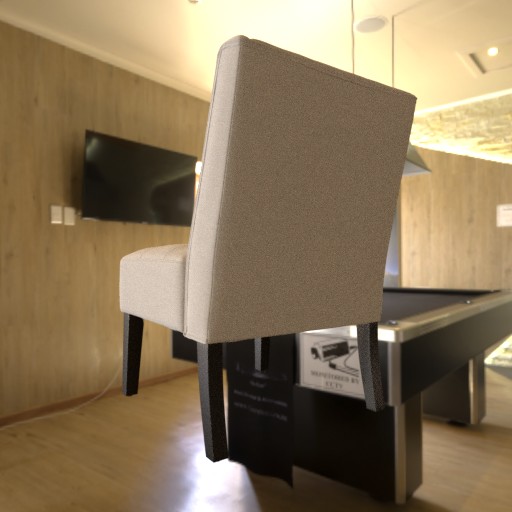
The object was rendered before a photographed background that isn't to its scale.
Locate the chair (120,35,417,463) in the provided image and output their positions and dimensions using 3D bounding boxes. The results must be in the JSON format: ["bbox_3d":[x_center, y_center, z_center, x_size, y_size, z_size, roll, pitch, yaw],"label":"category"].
[{"bbox_3d":[0.000,0.000,1.248,0.569,0.853,0.676,0,0,-36],"label":"chair"}]
